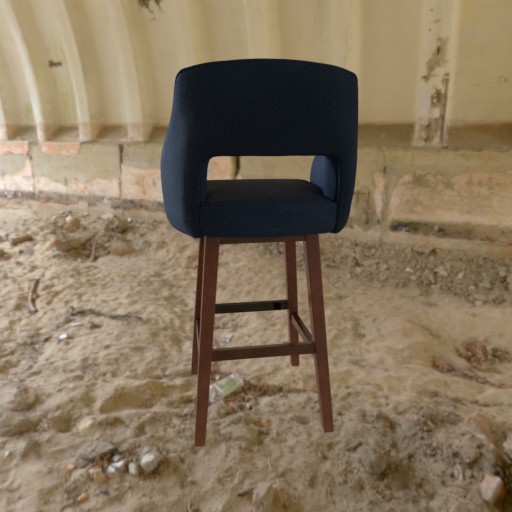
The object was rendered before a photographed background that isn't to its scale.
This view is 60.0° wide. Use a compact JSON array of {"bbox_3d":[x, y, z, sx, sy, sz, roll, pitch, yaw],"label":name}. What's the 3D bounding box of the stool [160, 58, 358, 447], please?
[{"bbox_3d":[0.000,0.000,1.367,0.550,1.041,0.560,-2,15,-9],"label":"stool"}]
